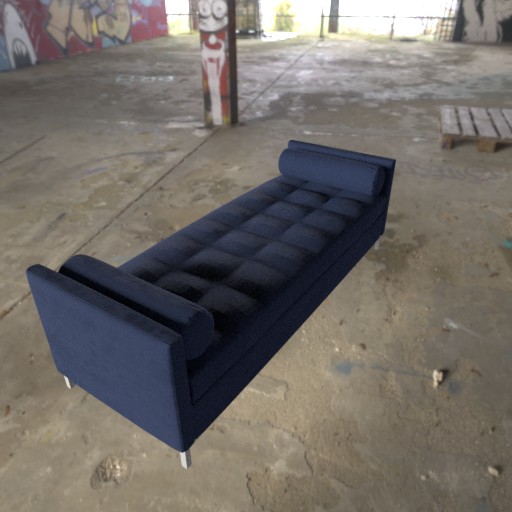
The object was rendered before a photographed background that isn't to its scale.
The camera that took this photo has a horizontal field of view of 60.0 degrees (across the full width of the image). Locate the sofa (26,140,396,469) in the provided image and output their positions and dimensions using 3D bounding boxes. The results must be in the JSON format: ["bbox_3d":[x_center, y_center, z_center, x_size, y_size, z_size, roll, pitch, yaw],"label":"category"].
[{"bbox_3d":[0.000,0.000,2.432,0.797,0.657,2.102,19,36,29],"label":"sofa"}]
